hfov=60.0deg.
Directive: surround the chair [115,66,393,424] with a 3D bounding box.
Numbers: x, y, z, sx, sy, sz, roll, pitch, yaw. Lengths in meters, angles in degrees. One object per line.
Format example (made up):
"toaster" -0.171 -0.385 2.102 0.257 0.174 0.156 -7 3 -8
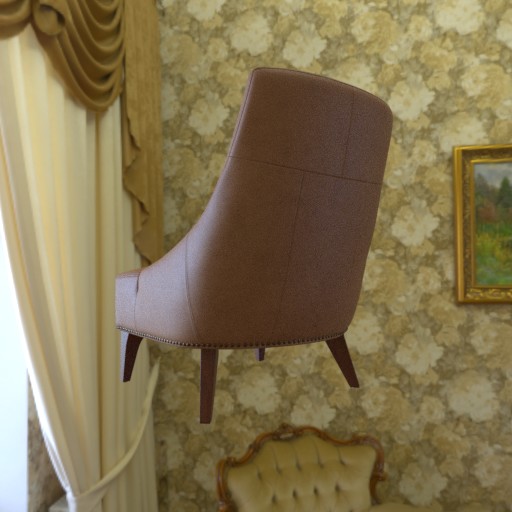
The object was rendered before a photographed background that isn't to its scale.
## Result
"chair" 0.000 0.000 1.508 0.701 0.909 0.861 1 -2 -37
